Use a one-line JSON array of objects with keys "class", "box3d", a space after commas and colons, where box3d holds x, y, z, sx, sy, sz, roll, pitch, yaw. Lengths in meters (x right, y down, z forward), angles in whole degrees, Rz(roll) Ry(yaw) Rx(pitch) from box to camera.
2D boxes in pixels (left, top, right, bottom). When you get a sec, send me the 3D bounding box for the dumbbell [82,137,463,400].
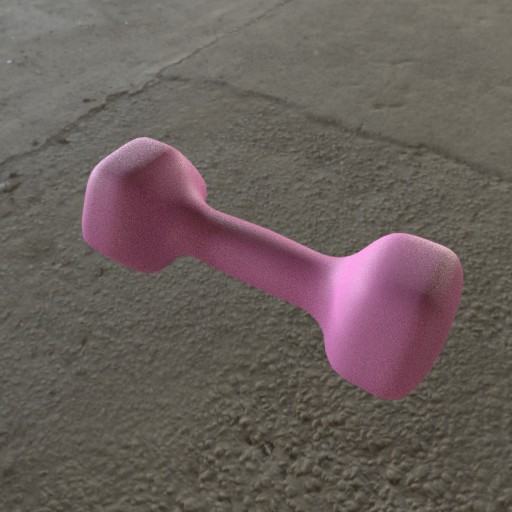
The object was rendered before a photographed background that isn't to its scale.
[{"class": "dumbbell", "box3d": [0.000, 0.000, 0.187, 0.159, 0.058, 0.064, 24, 51, 22]}]
